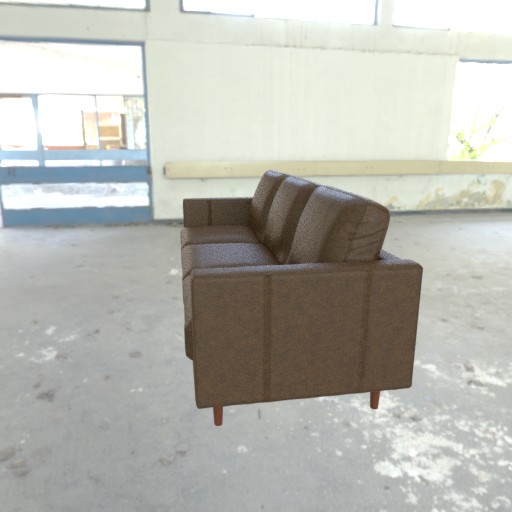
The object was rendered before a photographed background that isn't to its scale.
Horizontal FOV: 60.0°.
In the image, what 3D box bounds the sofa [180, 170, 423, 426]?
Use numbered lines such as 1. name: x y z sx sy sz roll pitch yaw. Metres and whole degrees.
1. sofa: 0.000 0.000 2.715 0.903 0.930 2.231 -2 15 -10
